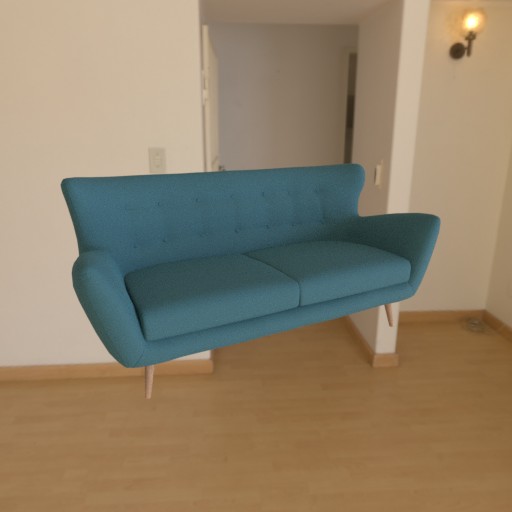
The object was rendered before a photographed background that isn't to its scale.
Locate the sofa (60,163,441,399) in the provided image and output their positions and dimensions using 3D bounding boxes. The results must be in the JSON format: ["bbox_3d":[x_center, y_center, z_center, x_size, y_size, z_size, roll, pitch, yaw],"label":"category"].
[{"bbox_3d":[0.000,0.000,2.409,1.930,0.890,0.889,-9,18,-28],"label":"sofa"}]
